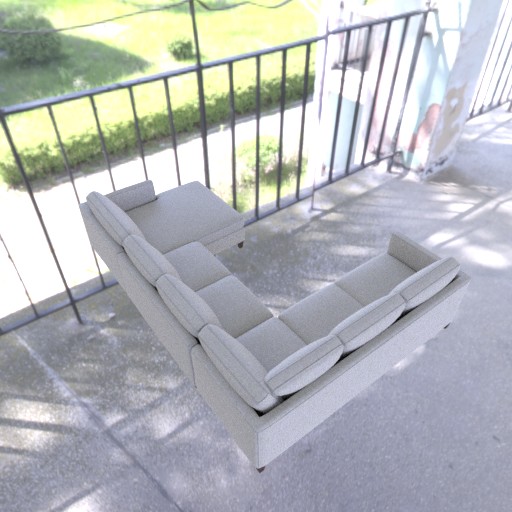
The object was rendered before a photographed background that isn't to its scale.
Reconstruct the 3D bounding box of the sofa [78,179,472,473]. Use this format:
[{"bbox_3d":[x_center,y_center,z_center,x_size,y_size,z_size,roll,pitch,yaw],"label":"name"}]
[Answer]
[{"bbox_3d":[0.000,0.000,4.717,2.551,0.889,3.403,-27,48,-27],"label":"sofa"}]
